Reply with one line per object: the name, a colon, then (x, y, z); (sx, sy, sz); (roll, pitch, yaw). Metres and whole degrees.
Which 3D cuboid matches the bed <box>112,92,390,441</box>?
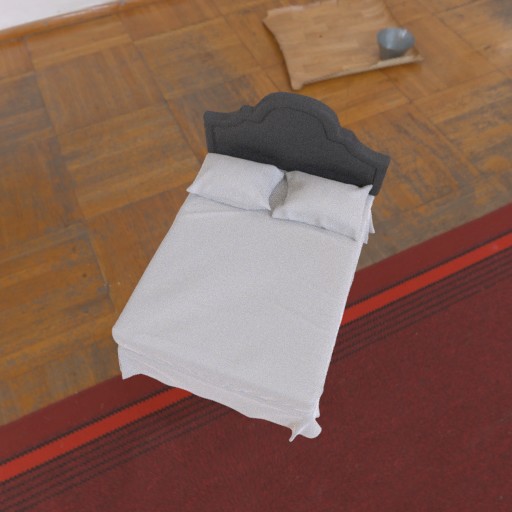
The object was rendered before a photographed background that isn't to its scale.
bed: (0.000, 0.000, 3.511); (1.780, 1.634, 2.222); (17, 60, 10)
